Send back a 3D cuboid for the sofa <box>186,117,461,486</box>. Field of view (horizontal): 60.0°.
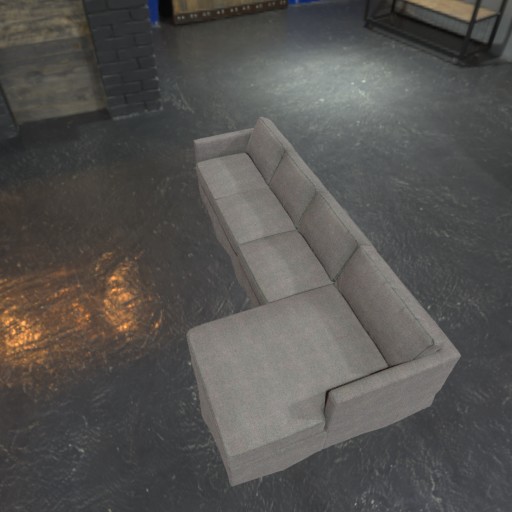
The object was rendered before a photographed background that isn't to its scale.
[{"bbox_3d":[0.000,0.000,3.872,1.650,0.922,3.205,-15,48,-15],"label":"sofa"}]
